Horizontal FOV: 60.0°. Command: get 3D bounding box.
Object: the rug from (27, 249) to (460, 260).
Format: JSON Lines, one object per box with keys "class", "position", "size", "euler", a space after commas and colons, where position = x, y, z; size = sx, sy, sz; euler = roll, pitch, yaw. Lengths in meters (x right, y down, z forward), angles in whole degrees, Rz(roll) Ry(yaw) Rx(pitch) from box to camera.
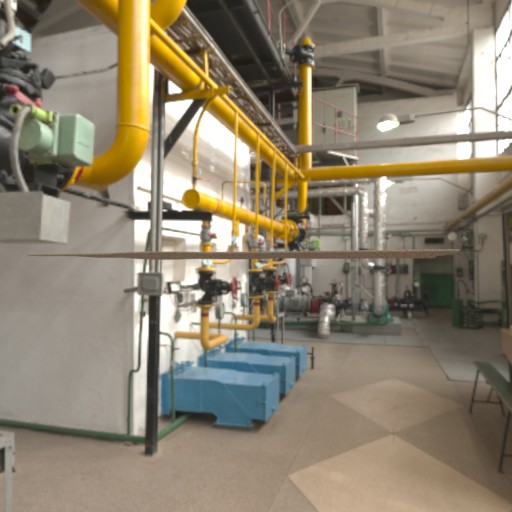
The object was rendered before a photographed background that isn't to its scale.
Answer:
{"class": "rug", "position": [0.000, 0.000, 2.343], "size": [1.829, 0.013, 1.220], "euler": [0, -1, 18]}
